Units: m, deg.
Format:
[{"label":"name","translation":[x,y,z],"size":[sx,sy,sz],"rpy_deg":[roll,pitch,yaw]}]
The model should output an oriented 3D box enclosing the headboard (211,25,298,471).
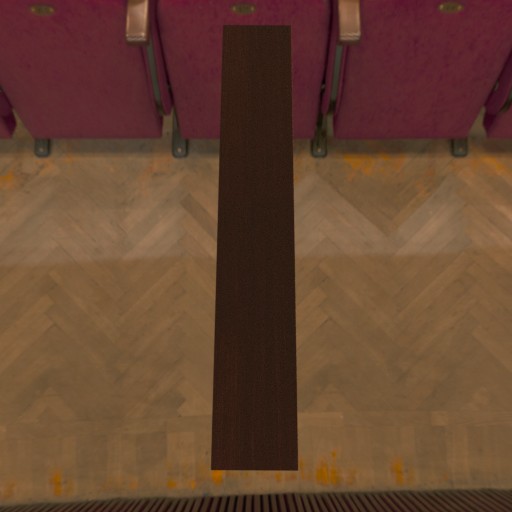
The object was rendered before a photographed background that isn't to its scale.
[{"label":"headboard","translation":[0.000,0.000,2.138],"size":[0.279,1.092,1.671],"rpy_deg":[0,76,0]}]
